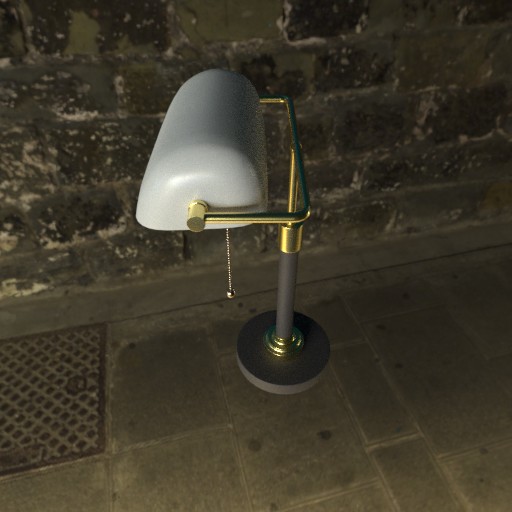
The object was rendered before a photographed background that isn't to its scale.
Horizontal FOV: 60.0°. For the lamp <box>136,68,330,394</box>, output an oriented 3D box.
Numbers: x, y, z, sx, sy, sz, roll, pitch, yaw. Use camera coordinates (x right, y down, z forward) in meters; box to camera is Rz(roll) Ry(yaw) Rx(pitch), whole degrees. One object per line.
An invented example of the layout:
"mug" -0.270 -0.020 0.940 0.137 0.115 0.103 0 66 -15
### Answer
"lamp" 0.000 0.000 0.559 0.227 0.404 0.269 0 41 0
